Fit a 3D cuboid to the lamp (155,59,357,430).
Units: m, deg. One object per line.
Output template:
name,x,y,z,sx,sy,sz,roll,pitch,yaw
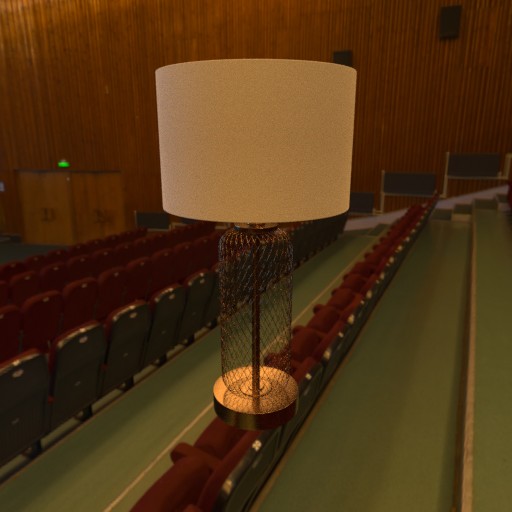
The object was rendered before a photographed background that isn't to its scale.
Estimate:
lamp,0.000,0.000,0.633,0.252,0.483,0.252,7,17,24
